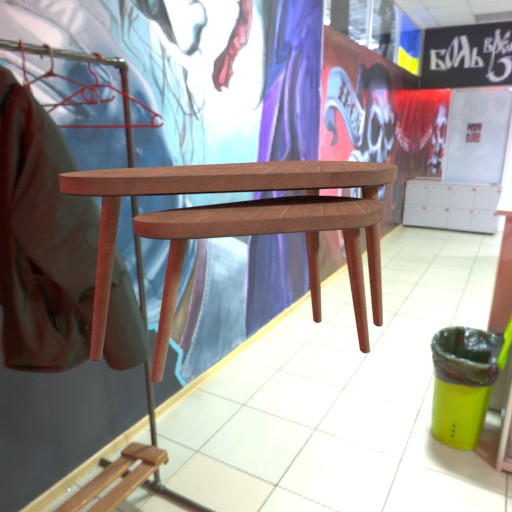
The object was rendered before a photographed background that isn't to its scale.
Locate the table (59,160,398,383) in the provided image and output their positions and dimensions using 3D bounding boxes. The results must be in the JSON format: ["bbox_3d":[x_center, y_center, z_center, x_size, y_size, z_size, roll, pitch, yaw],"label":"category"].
[{"bbox_3d":[0.000,0.000,1.543,1.190,0.595,0.701,-8,17,-26],"label":"table"}]
